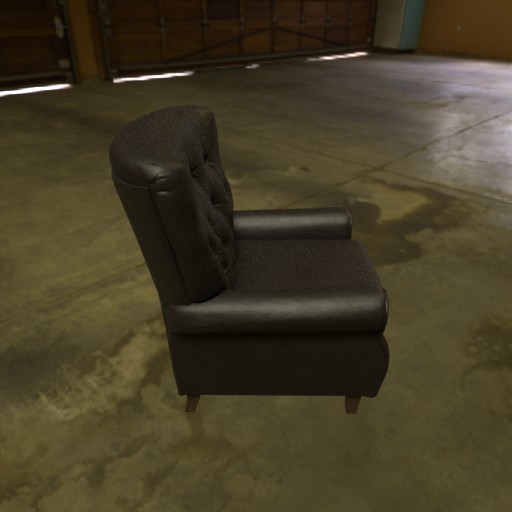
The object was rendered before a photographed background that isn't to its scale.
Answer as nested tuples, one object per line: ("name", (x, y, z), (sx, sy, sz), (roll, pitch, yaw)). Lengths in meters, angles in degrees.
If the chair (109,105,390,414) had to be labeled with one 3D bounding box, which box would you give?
("chair", (0.000, 0.000, 1.920), (1.058, 1.158, 0.948), (0, 30, 1))
